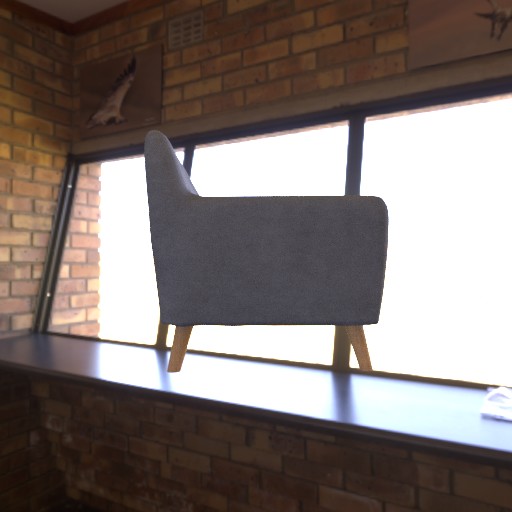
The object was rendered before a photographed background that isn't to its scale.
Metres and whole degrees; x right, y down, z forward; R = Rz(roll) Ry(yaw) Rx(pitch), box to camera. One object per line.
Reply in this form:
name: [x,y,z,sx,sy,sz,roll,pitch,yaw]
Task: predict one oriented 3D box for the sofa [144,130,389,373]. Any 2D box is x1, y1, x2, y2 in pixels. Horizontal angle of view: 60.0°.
sofa: [0.000,0.000,2.388,0.830,0.830,1.970,0,-1,-2]
